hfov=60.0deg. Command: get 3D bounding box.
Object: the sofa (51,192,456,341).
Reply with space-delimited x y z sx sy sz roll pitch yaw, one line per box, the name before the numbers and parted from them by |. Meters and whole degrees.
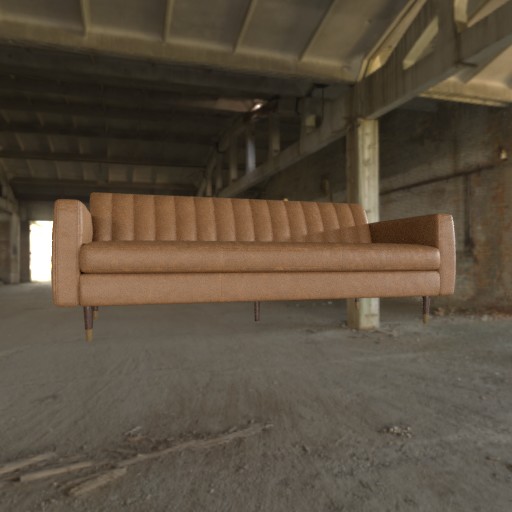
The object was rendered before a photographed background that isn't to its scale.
sofa | 0.000 0.000 2.777 2.291 0.821 0.990 0 0 -18
